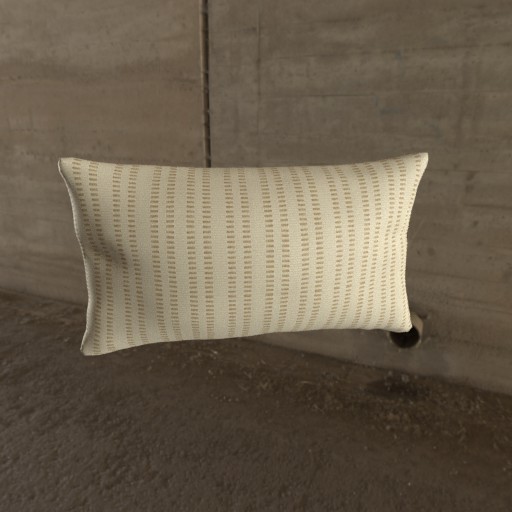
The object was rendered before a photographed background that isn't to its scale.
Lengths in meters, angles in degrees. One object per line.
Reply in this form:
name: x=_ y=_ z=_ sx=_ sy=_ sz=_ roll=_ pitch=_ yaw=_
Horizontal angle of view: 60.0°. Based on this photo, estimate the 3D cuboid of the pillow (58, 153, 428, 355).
pillow: x=0.000 y=0.000 z=0.791 sx=0.640 sy=0.353 sz=0.210 roll=-3 pitch=17 yaw=-9
